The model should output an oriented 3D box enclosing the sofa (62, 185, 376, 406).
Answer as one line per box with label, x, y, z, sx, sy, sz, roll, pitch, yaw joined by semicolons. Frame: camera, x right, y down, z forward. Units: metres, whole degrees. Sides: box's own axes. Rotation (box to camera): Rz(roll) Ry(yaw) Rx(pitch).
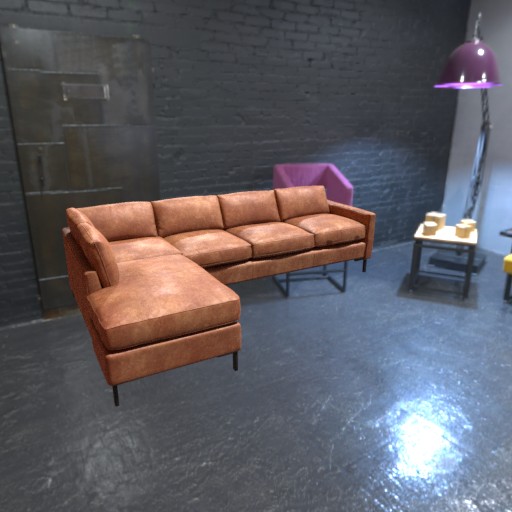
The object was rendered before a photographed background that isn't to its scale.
sofa;0.000;0.000;3.918;2.984;0.877;1.938;-10;20;-28
